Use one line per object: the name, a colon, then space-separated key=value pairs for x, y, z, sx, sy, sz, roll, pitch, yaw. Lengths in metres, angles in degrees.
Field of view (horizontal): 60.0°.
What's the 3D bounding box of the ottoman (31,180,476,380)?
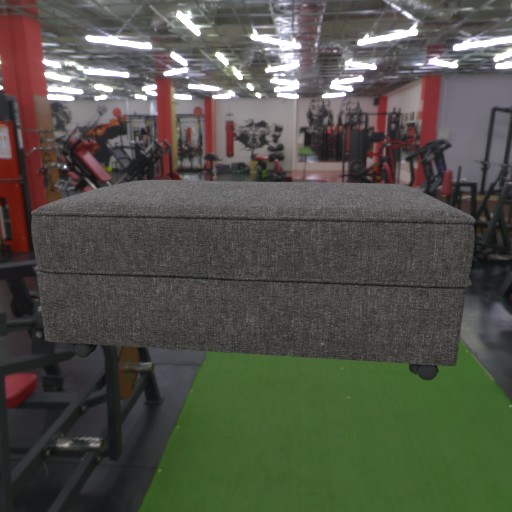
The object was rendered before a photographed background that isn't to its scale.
ottoman: x=0.000 y=0.000 z=1.506 sx=1.184 sy=0.487 sz=0.717 roll=2 pitch=15 yaw=7
